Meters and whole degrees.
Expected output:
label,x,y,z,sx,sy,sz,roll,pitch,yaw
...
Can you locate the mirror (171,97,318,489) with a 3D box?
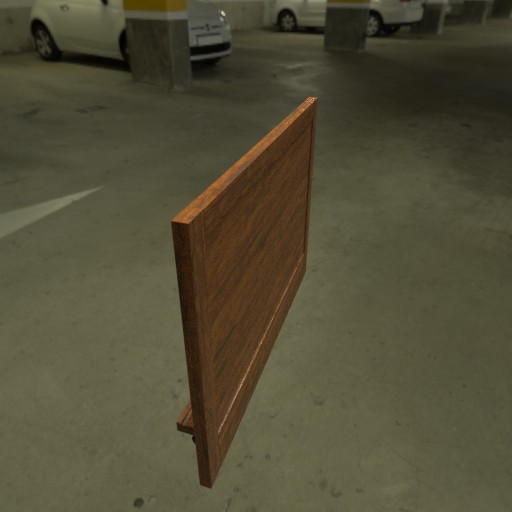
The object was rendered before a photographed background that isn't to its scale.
label,x,y,z,sx,sy,sz,roll,pitch,yaw
mirror,0.000,0.000,0.982,0.084,0.537,0.758,10,32,16
